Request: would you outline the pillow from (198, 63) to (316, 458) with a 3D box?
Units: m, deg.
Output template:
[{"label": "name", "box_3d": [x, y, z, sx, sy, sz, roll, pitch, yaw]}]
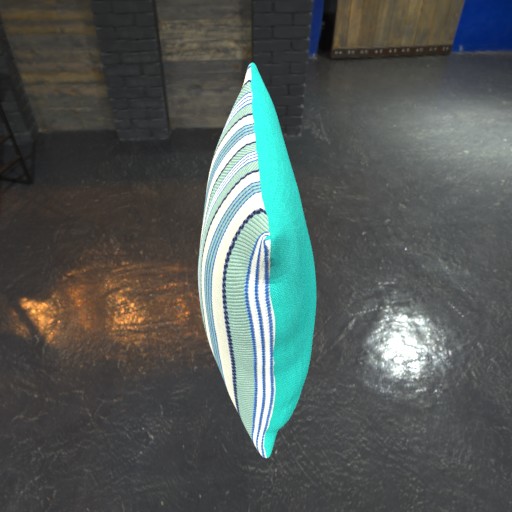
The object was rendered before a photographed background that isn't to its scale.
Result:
[{"label": "pillow", "box_3d": [0.000, 0.000, 0.683, 0.182, 0.441, 0.440, -1, 42, -2]}]
